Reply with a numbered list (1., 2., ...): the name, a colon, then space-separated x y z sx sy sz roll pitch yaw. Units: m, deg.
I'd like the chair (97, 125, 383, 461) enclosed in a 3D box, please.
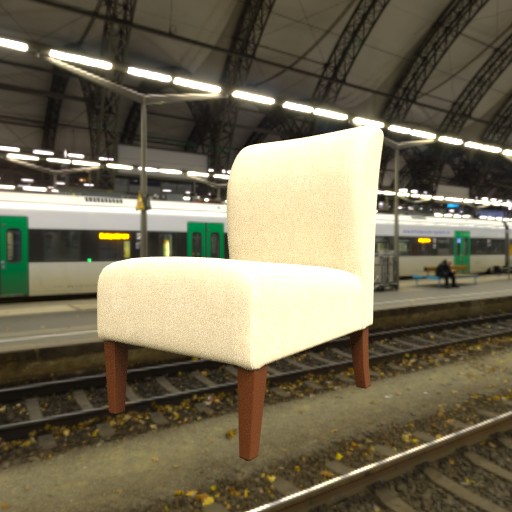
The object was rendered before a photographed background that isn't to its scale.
1. chair: 0.000 0.000 1.312 0.521 0.833 0.754 1 1 36
